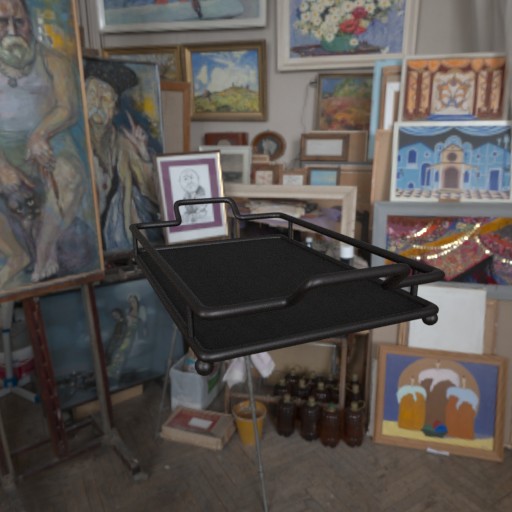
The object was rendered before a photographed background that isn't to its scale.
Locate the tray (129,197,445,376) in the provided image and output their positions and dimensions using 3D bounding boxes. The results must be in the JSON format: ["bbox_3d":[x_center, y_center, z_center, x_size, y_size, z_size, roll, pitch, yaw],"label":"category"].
[{"bbox_3d":[0.000,0.000,0.635,0.297,0.101,0.495,-7,17,-23],"label":"tray"}]
